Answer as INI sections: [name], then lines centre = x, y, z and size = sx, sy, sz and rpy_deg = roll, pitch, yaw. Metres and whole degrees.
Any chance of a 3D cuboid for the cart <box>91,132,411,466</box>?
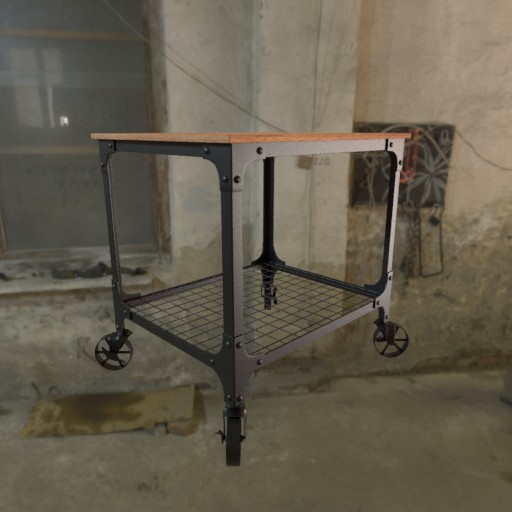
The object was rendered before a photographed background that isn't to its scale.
[cart]
centre = 0.000, 0.000, 1.131
size = 0.666, 0.603, 0.558
rpy_deg = -15, 22, -42
